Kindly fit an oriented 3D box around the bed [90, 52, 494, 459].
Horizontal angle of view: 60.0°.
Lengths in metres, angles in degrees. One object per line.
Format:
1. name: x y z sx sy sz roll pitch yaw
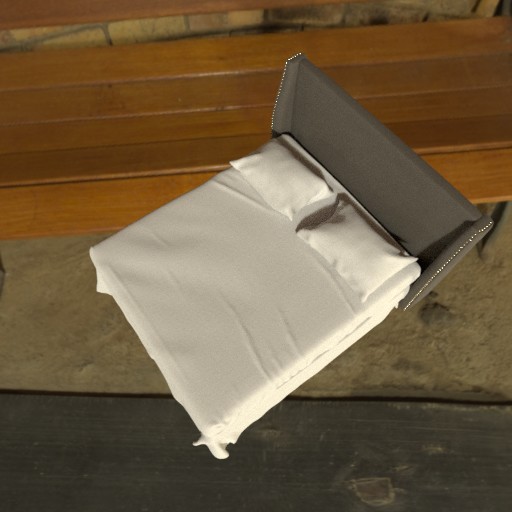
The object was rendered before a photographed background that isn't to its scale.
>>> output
1. bed: 0.000 0.000 3.333 2.276 1.332 1.925 -34 68 -15
